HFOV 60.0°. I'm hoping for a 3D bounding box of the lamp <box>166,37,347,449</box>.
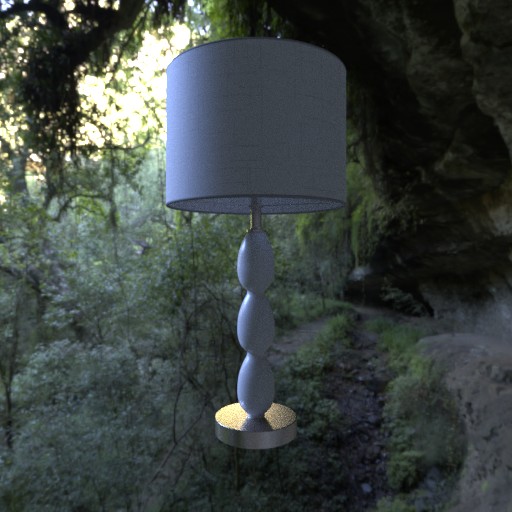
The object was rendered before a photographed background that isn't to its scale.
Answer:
[{"bbox_3d":[0.000,0.000,0.704,0.280,0.559,0.282,-1,1,-35],"label":"lamp"}]
